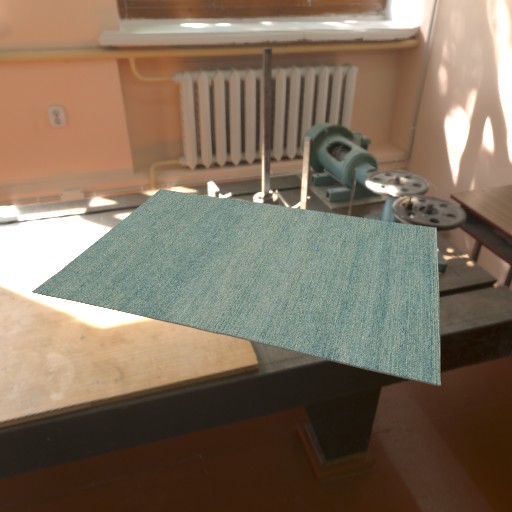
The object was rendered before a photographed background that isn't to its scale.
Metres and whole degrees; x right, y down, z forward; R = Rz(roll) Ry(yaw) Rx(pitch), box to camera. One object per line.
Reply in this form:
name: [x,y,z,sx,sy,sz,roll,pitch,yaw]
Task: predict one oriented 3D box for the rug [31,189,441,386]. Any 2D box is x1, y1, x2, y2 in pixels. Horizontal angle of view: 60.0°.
rug: [0.000,0.000,2.955,2.305,0.029,1.593,10,33,16]
